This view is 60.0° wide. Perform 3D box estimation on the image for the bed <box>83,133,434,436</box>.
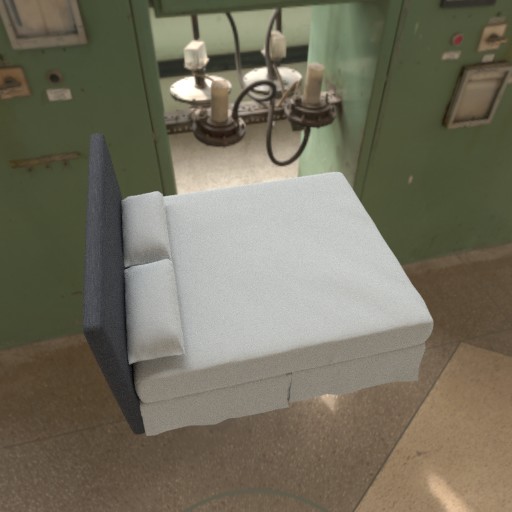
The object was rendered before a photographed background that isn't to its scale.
[{"bbox_3d":[0.000,0.000,3.325,2.142,1.330,1.884,-10,47,-9],"label":"bed"}]
